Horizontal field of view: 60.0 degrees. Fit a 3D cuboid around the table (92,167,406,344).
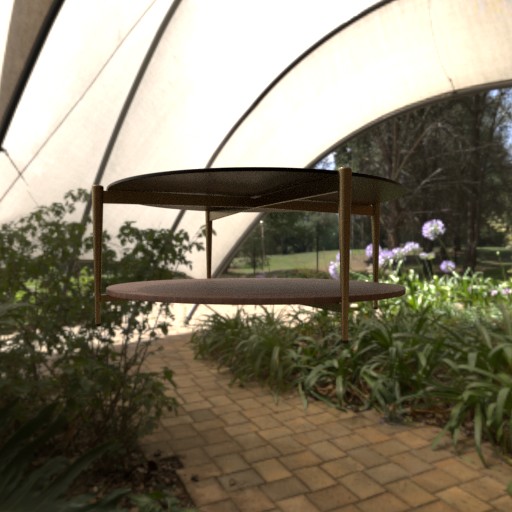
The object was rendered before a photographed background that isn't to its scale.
[{"bbox_3d":[0.000,0.000,1.465,0.938,0.400,0.938,0,0,36],"label":"table"}]
